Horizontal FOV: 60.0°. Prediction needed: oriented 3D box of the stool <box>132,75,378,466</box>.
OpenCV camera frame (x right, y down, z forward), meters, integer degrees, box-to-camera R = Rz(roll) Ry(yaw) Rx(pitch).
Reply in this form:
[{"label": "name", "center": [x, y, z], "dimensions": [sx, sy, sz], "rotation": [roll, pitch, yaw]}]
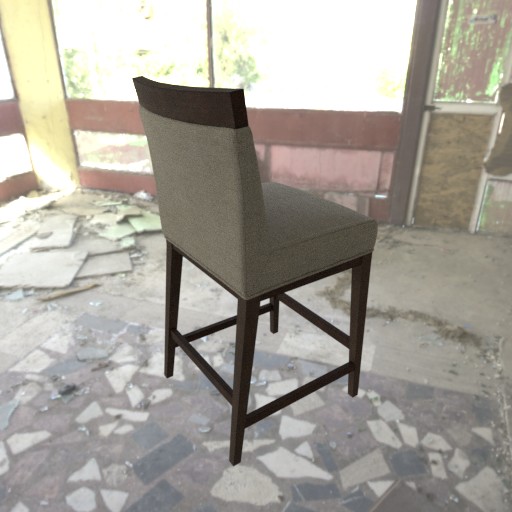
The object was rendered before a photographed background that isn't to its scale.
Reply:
[{"label": "stool", "center": [0.000, 0.000, 1.349], "dimensions": [0.531, 1.009, 0.512], "rotation": [-17, 30, -31]}]
